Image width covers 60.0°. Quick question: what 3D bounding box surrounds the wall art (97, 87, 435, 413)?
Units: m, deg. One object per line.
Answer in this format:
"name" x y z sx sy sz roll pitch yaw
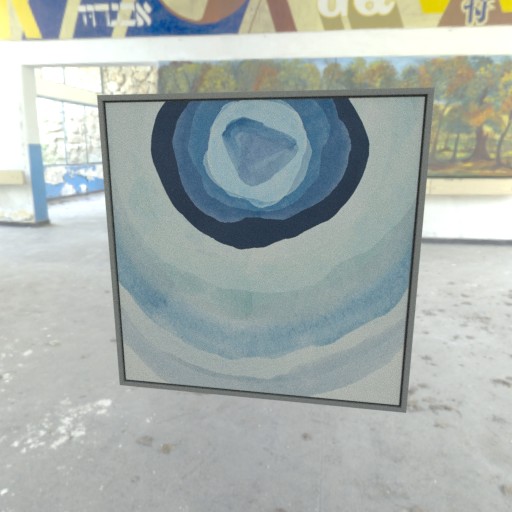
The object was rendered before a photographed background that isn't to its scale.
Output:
"wall art" 0.000 0.000 1.157 0.809 0.807 0.038 2 14 10
